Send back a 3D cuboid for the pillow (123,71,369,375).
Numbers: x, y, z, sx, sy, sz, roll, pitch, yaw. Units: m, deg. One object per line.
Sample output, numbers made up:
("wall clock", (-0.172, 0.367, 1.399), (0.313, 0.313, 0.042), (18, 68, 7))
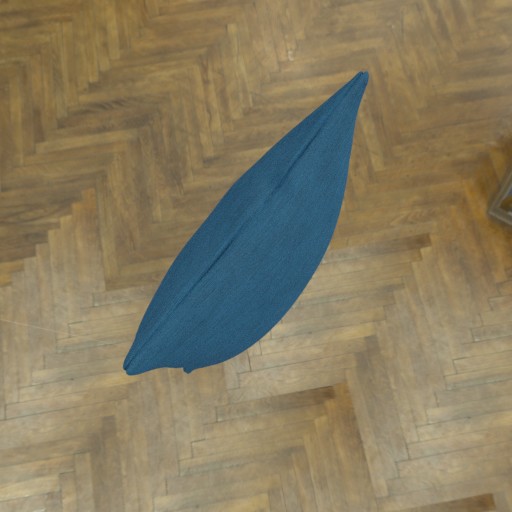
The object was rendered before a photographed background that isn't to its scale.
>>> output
("pillow", (0.000, 0.000, 0.681), (0.177, 0.420, 0.437), (36, 78, 9))
